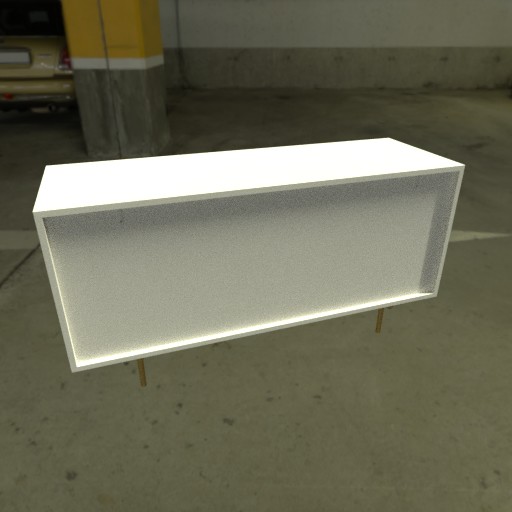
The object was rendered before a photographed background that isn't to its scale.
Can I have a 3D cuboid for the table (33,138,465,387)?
[{"bbox_3d":[0.000,0.000,1.850,1.500,0.769,0.508,-9,28,-17],"label":"table"}]
